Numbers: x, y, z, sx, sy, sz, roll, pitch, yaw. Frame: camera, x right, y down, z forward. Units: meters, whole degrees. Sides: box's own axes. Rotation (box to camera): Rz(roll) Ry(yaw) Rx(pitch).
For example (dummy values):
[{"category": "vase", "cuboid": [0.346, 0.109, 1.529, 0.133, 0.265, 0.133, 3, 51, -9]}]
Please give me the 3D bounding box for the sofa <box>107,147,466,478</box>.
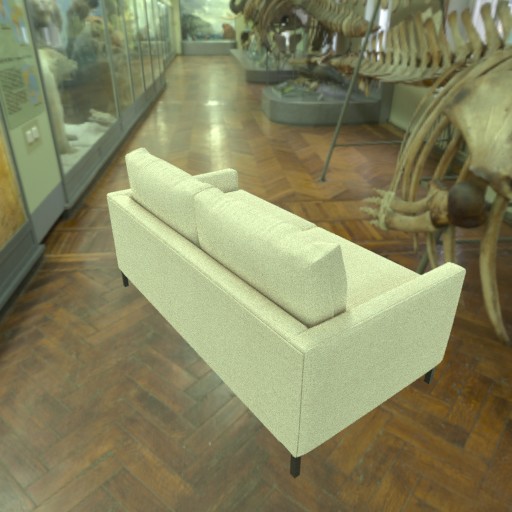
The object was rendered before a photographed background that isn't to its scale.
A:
[{"category": "sofa", "cuboid": [0.000, 0.000, 2.112, 0.839, 0.812, 1.651, -19, 33, -31]}]
